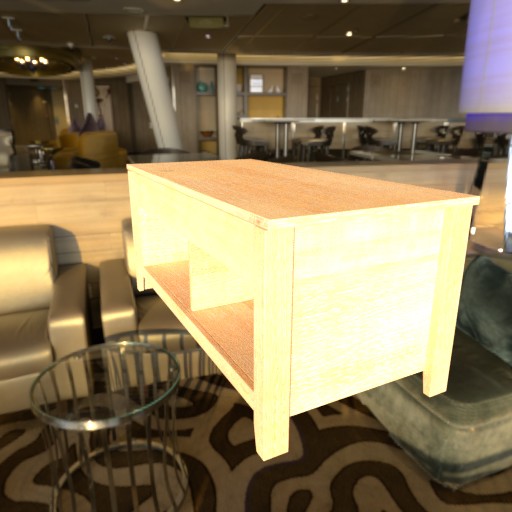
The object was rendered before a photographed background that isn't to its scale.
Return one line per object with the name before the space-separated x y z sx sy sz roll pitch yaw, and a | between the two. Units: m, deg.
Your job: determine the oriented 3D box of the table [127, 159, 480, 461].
table | 0.000 0.000 1.277 0.483 0.457 1.016 -9 19 -26
